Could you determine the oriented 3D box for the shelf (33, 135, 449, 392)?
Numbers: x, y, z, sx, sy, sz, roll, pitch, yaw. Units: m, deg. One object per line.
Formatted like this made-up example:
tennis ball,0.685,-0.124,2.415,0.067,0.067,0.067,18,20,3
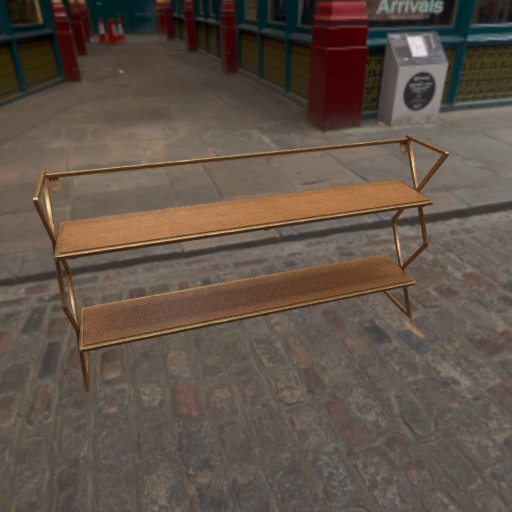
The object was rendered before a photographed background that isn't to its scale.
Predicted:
shelf,0.000,0.000,1.013,0.822,0.450,0.150,-9,32,-15
